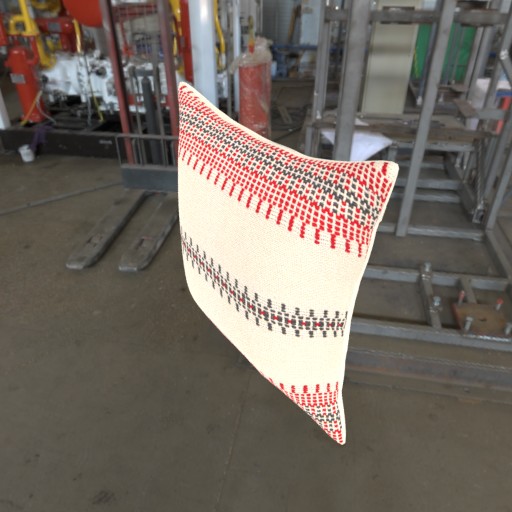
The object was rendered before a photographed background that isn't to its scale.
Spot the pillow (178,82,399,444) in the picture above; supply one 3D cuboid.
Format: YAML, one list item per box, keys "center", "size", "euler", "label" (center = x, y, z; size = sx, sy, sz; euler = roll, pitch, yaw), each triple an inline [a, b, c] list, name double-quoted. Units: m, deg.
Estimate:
- center: [0.000, 0.000, 0.709]
  size: [0.160, 0.454, 0.463]
  euler: [-21, 39, -29]
  label: "pillow"
